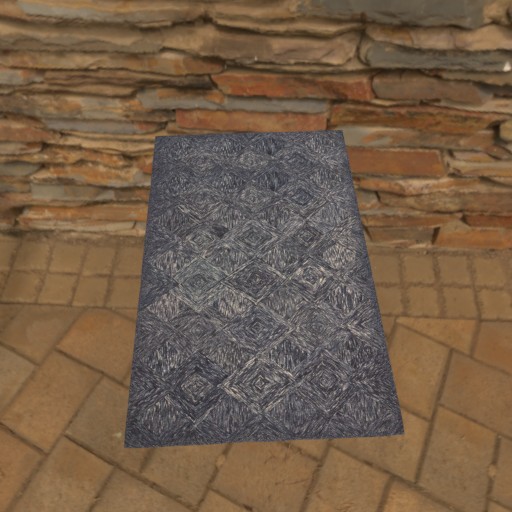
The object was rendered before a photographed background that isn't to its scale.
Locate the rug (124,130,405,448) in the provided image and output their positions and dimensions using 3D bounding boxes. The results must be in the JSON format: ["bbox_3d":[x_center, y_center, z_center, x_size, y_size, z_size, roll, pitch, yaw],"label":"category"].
[{"bbox_3d":[0.000,0.000,2.237,1.139,0.010,1.754,-2,59,-1],"label":"rug"}]
